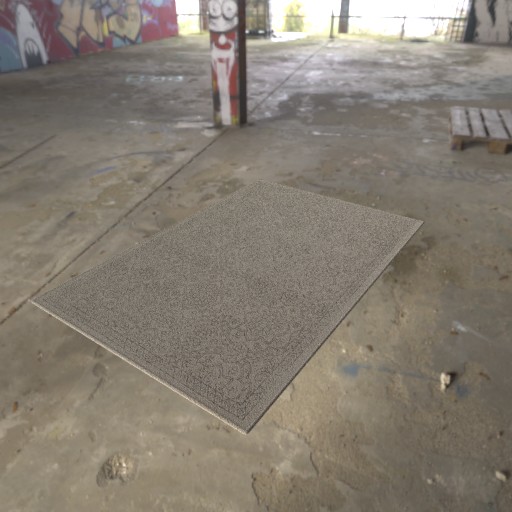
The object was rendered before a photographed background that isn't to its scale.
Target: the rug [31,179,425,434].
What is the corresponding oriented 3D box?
[{"bbox_3d":[0.000,0.000,2.349,1.219,0.010,1.829,20,37,30],"label":"rug"}]
